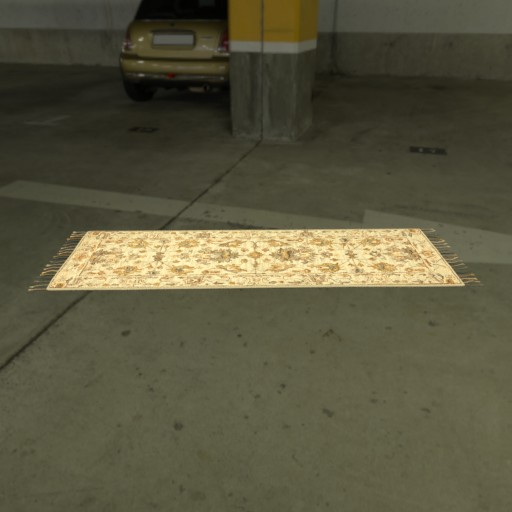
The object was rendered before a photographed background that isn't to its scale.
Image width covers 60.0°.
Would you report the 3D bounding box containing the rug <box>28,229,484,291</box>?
[{"bbox_3d":[0.000,0.000,2.671,2.438,0.021,0.729,-1,29,-1],"label":"rug"}]
